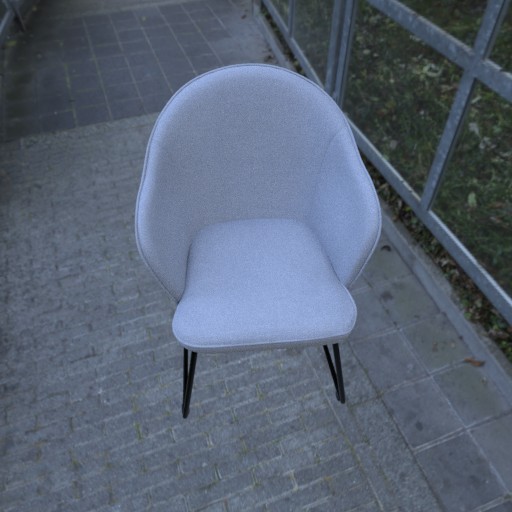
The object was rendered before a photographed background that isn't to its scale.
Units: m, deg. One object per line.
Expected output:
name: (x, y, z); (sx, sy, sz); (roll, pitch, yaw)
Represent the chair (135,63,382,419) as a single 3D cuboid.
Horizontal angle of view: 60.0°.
chair: (0.000, 0.000, 1.233); (0.570, 0.817, 0.592); (-5, 48, -4)
